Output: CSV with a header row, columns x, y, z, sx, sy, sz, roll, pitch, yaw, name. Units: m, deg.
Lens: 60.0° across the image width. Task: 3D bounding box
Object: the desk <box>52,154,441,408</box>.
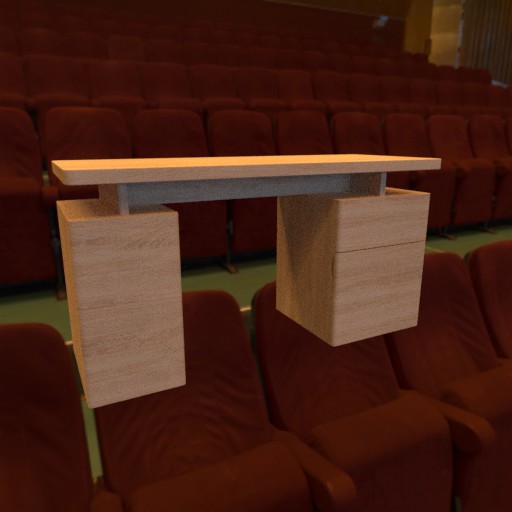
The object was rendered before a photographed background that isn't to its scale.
x,y,z,sx,sy,sz,roll,pitch,yaw,name
0.000,0.000,1.788,1.400,0.760,0.550,-8,17,-26,desk
